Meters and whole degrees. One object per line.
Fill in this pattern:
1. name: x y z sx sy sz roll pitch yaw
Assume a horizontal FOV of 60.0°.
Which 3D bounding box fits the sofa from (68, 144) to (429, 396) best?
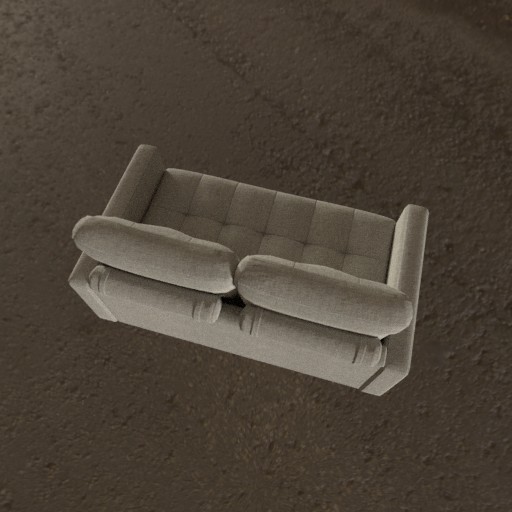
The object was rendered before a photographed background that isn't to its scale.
1. sofa: 0.000 0.000 2.009 1.407 0.907 0.842 14 63 7
